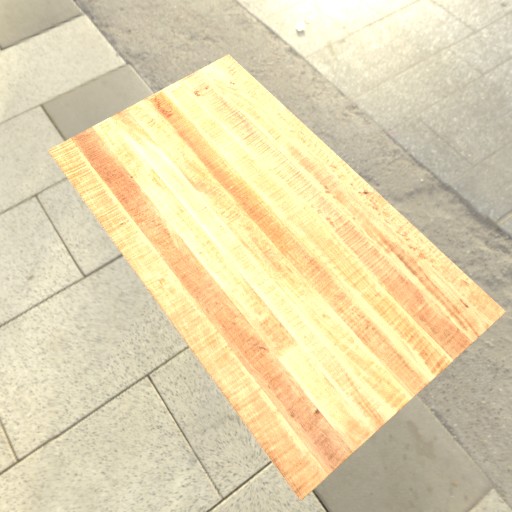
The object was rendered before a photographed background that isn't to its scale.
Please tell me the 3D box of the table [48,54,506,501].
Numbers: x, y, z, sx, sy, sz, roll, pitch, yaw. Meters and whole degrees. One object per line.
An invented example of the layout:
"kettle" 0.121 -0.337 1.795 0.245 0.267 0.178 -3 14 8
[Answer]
"table" 0.000 0.000 1.579 0.760 0.455 1.320 -35 69 -16
